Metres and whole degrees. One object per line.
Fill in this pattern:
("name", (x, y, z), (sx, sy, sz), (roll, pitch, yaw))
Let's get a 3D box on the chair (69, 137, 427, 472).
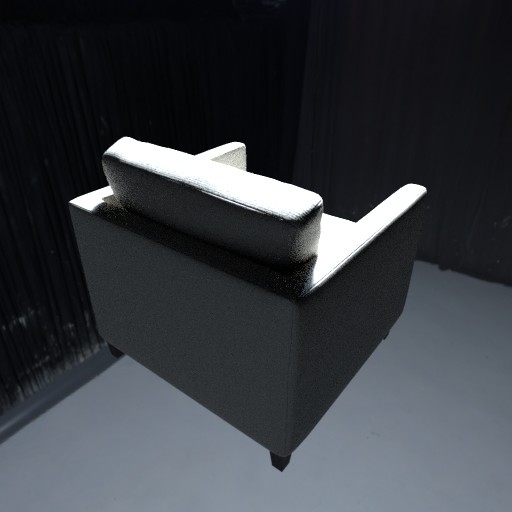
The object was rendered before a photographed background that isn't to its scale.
("chair", (0.000, 0.000, 1.750), (0.996, 0.919, 0.959), (22, 37, 32))
